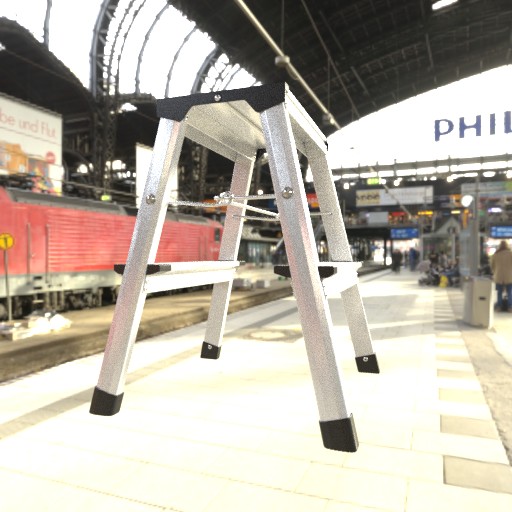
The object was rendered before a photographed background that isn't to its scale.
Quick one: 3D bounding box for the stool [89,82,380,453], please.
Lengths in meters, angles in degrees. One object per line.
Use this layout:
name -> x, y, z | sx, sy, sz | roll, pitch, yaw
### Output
stool -> 0.000, 0.000, 0.796 | 0.405, 0.480, 0.404 | 0, 0, 20
